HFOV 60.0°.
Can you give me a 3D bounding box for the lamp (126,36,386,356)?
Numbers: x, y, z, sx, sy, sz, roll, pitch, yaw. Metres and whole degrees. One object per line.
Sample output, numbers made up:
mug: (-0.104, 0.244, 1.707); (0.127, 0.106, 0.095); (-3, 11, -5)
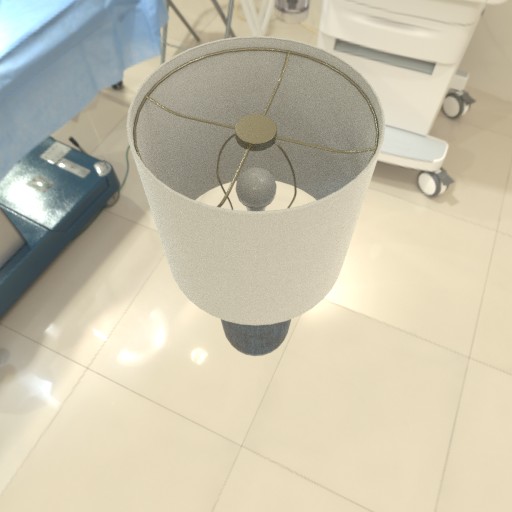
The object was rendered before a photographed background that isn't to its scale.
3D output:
lamp: (0.000, 0.000, 0.583); (0.220, 0.475, 0.220); (28, 62, 16)
